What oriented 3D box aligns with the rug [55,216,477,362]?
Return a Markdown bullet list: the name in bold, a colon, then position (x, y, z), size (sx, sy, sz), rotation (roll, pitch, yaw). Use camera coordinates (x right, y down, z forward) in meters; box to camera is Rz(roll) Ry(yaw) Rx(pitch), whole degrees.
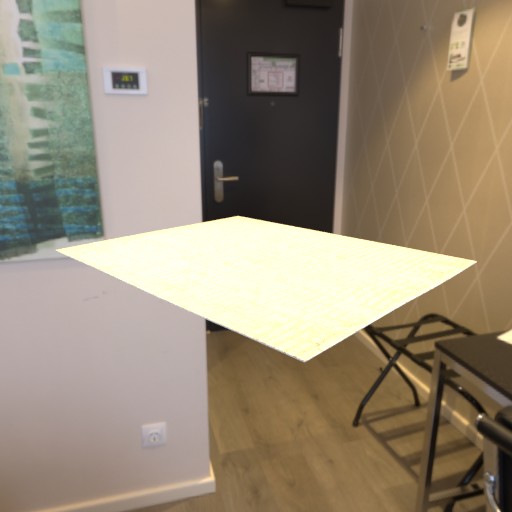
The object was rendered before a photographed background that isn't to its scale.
- **rug**: position (0.000, 0.000, 4.080), size (3.061, 0.014, 2.447), rotation (15, 22, 42)
